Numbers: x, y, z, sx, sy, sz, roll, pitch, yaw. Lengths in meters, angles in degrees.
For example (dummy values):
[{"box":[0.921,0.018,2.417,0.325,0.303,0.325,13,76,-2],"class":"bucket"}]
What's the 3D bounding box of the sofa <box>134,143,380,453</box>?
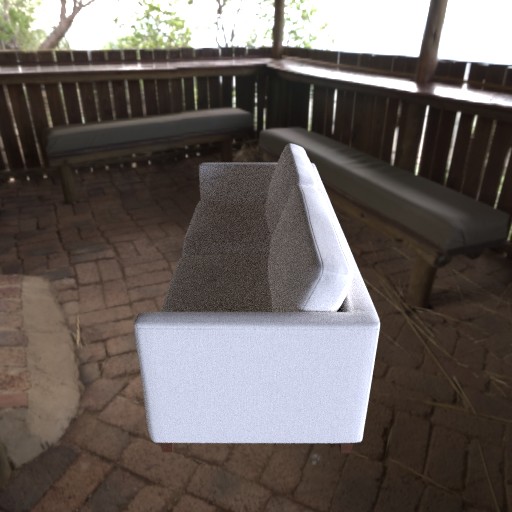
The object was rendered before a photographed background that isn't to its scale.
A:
[{"box":[0.000,0.000,2.631,0.924,0.933,2.139,0,27,0],"class":"sofa"}]
